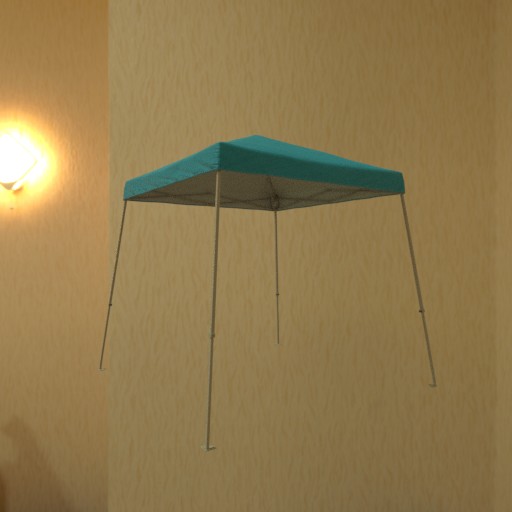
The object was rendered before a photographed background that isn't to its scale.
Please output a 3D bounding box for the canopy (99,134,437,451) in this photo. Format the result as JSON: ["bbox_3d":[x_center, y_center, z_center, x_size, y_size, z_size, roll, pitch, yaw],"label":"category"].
[{"bbox_3d":[0.000,0.000,6.580,3.600,3.600,3.599,0,0,-35],"label":"canopy"}]
